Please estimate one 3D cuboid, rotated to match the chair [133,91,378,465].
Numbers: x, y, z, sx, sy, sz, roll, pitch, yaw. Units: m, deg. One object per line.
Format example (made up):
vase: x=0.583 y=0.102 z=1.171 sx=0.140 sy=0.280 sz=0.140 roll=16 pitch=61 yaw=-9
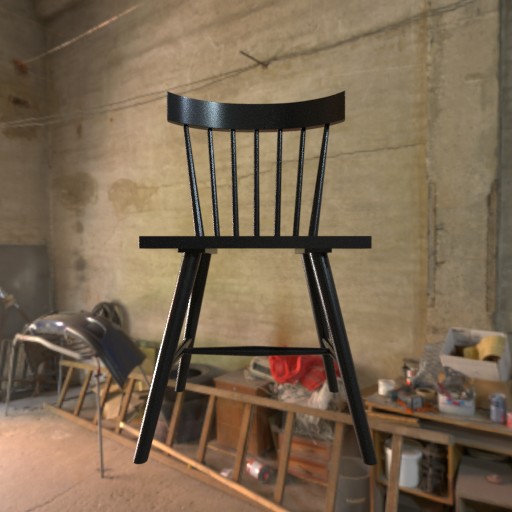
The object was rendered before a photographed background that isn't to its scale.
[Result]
chair: x=0.000 y=0.000 z=1.136 sx=0.506 sy=0.844 sz=0.483 roll=0 pitch=1 yaw=1
